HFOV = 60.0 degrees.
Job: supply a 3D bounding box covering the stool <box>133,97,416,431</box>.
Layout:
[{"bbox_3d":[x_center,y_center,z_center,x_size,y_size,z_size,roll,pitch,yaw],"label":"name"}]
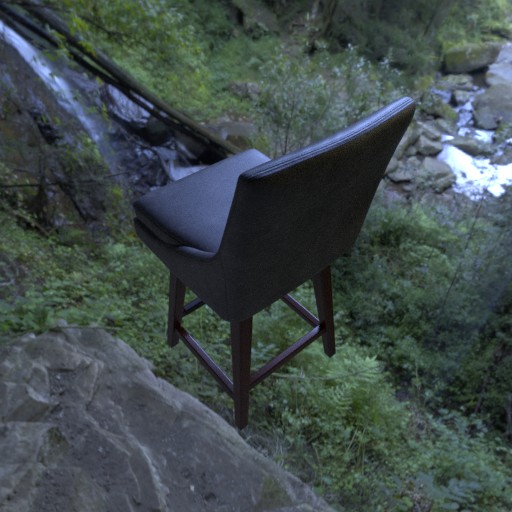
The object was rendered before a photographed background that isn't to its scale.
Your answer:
[{"bbox_3d":[0.000,0.000,1.339,0.492,1.046,0.587,-31,52,-27],"label":"stool"}]
